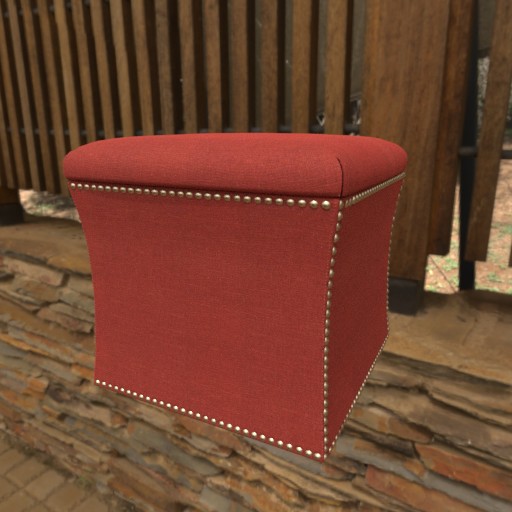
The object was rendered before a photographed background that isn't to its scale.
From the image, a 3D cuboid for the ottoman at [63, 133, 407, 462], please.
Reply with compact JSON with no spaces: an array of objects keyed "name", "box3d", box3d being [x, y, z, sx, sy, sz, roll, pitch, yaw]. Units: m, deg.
[{"name":"ottoman","box3d":[0.000,0.000,0.887,0.497,0.475,0.507,8,17,26]}]
